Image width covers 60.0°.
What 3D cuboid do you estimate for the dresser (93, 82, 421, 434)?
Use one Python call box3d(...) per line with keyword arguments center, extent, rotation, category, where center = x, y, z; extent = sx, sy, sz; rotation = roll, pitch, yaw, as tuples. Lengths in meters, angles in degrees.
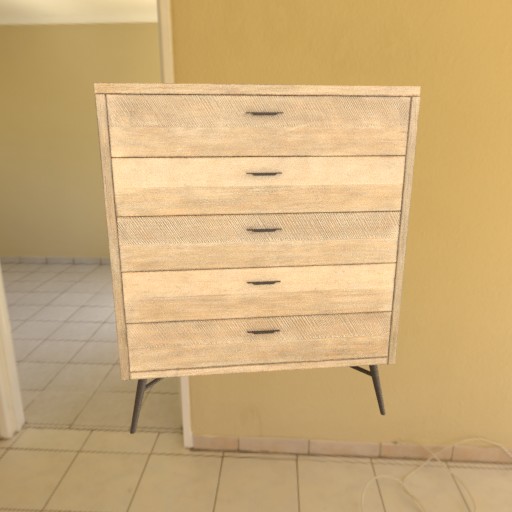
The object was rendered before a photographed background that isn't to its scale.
box3d(center=(0.000, 0.000, 1.738), extent=(1.016, 1.219, 0.457), rotation=(-2, 16, -6), category="dresser")
